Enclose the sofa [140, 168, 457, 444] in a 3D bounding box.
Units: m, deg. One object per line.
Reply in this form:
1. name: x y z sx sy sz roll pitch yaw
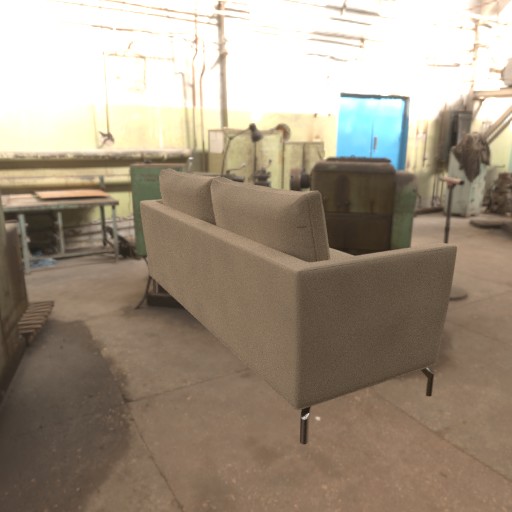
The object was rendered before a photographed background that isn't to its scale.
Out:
1. sofa: 0.000 0.000 2.749 0.868 1.005 2.214 -8 16 -28
